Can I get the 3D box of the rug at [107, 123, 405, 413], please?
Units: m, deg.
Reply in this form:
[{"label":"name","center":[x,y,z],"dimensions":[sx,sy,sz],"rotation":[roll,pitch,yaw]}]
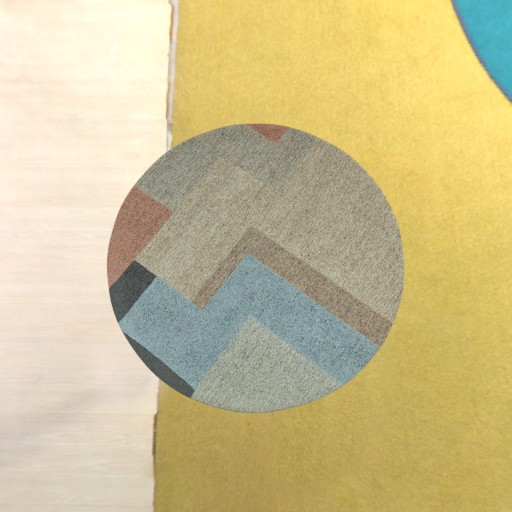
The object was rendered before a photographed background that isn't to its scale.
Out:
[{"label":"rug","center":[0.000,0.000,3.670],"dimensions":[2.461,0.033,2.461],"rotation":[0,76,0]}]
